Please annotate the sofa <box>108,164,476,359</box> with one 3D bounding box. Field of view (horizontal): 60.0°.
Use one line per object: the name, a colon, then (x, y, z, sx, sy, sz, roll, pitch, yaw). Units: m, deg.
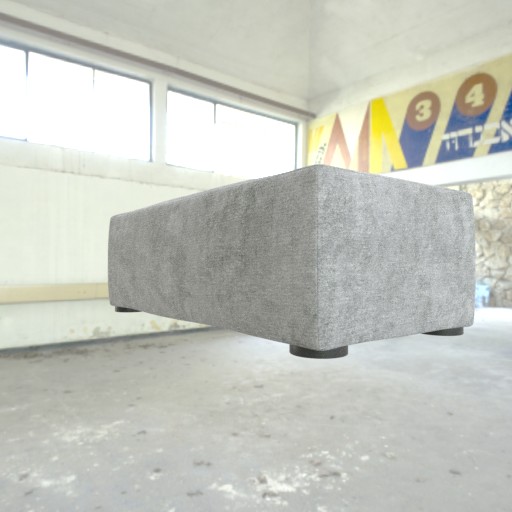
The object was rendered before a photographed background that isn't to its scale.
sofa: (0.000, 0.000, 1.152, 0.480, 0.330, 0.930, 1, -1, -37)
